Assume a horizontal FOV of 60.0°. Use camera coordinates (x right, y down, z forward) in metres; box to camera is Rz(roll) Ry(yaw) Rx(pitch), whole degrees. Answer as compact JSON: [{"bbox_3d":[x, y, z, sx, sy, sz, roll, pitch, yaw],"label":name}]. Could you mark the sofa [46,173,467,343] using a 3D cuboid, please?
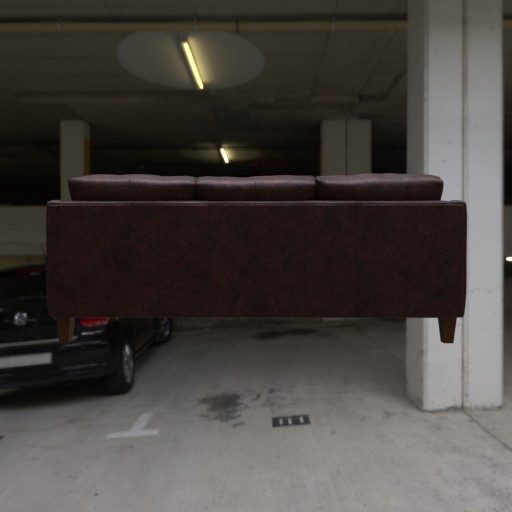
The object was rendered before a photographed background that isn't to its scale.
[{"bbox_3d":[0.000,0.000,3.070,2.464,1.006,1.045,0,0,1],"label":"sofa"}]
